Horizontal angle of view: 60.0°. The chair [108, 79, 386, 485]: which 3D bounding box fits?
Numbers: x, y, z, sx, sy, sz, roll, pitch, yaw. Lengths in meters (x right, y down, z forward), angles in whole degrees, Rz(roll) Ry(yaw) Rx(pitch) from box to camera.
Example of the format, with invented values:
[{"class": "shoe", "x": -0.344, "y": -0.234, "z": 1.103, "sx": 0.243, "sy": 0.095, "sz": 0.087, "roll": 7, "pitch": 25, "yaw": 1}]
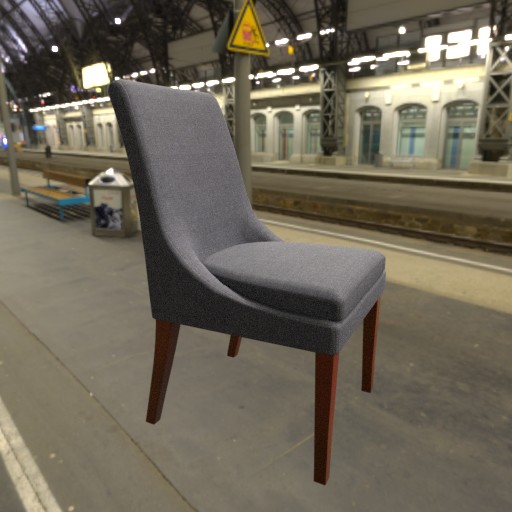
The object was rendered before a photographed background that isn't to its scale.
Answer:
[{"class": "chair", "x": 0.000, "y": 0.000, "z": 1.287, "sx": 0.655, "sy": 0.952, "sz": 0.508, "roll": 8, "pitch": 17, "yaw": 26}]
